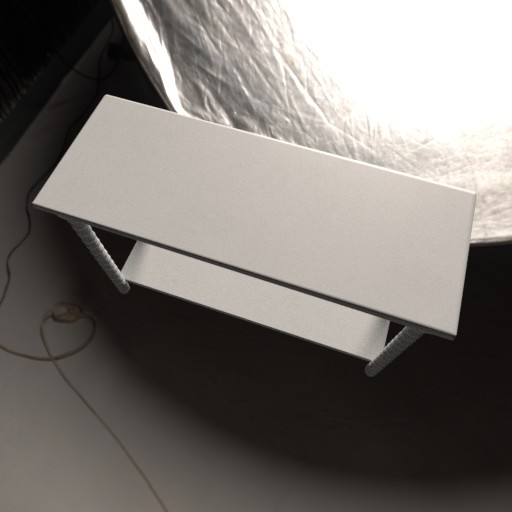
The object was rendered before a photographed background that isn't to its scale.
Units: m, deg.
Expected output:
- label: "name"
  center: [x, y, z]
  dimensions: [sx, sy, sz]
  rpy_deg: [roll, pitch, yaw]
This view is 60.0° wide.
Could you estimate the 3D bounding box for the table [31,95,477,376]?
- label: "table"
  center: [0.000, 0.000, 1.582]
  dimensions: [1.184, 0.740, 0.459]
  rpy_deg: [17, 65, 8]
